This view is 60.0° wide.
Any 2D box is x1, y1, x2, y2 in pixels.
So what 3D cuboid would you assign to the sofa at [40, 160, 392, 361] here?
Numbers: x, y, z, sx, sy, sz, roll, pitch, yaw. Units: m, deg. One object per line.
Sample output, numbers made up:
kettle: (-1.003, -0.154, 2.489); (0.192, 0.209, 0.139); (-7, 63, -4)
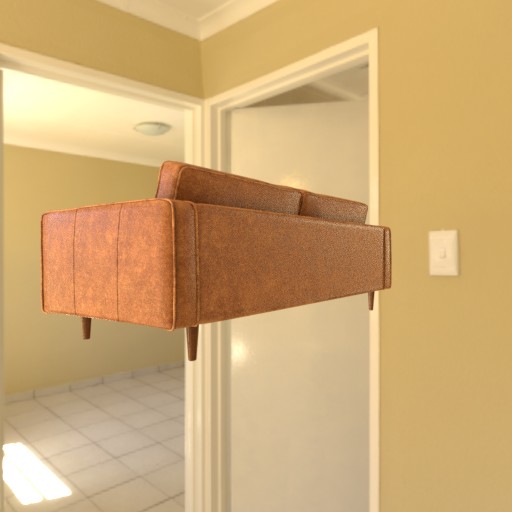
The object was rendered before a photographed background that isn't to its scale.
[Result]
sofa: (0.000, 0.000, 2.625); (0.886, 0.779, 2.199); (0, 1, 36)
